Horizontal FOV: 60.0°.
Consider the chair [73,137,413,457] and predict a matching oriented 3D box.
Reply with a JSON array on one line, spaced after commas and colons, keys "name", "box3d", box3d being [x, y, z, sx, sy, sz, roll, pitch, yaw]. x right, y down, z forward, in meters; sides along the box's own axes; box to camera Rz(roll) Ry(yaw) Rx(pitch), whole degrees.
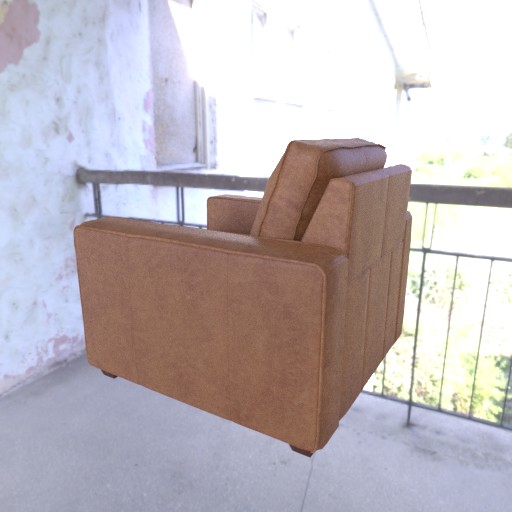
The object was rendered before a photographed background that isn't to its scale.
[{"name": "chair", "box3d": [0.000, 0.000, 1.748, 1.027, 0.901, 0.987, 8, 17, 27]}]
